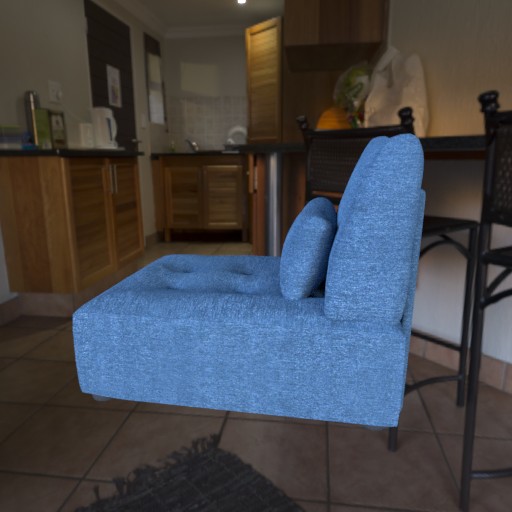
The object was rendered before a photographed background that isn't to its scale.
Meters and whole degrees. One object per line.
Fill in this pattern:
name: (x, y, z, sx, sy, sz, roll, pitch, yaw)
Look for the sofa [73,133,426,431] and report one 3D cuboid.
sofa: (0.000, 0.000, 1.547, 1.000, 0.820, 0.700, 2, 14, 10)
